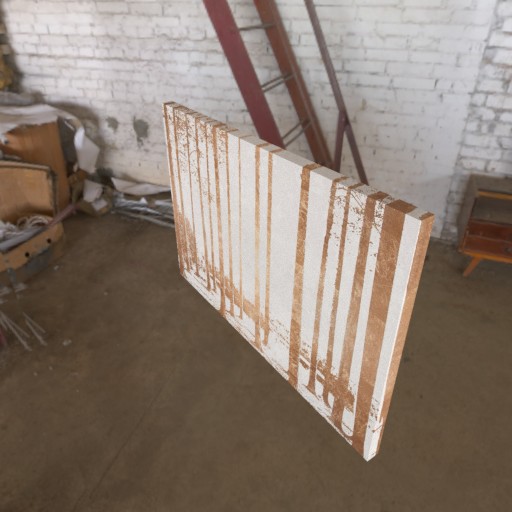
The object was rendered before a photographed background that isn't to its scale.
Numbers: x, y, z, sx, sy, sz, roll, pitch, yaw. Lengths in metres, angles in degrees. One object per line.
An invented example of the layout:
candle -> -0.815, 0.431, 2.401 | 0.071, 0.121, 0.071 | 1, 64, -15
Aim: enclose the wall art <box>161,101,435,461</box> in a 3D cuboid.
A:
wall art -> 0.000, 0.000, 1.157 | 0.035, 0.609, 0.914 | -21, 38, -29
